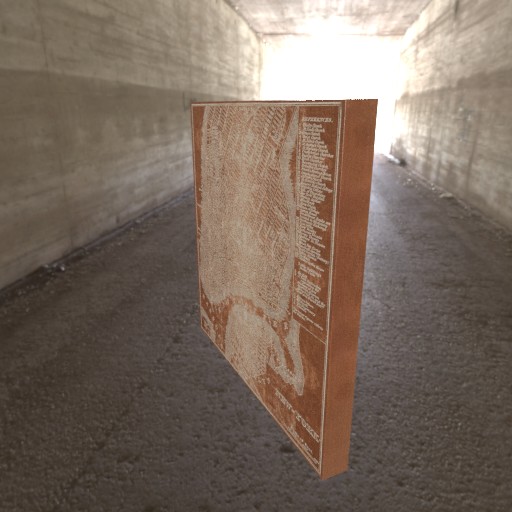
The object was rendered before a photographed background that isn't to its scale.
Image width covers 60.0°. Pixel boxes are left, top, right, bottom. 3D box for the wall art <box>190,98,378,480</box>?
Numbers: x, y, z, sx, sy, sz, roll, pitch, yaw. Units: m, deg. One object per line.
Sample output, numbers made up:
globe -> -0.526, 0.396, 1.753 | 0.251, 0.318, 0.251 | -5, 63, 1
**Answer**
wall art -> 0.000, 0.000, 0.608 | 0.035, 0.403, 0.403 | -9, 21, -25
